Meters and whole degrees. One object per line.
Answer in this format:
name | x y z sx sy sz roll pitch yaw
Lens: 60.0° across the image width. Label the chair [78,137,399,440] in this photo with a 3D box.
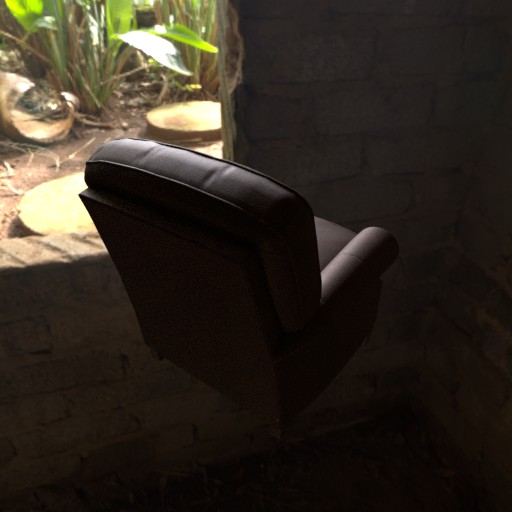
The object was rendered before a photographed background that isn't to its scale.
chair | 0.000 0.000 1.740 0.936 1.018 0.986 22 37 32
